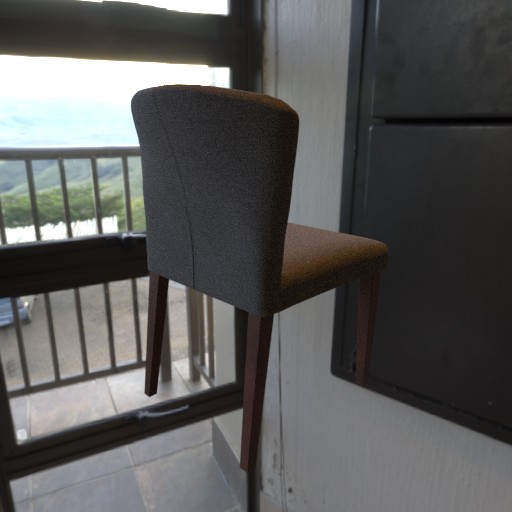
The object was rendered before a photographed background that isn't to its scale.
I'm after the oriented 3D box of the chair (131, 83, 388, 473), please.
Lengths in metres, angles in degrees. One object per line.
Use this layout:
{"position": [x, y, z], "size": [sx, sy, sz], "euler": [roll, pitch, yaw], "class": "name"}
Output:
{"position": [0.000, 0.000, 1.204], "size": [0.589, 0.839, 0.491], "euler": [-16, 23, -42], "class": "chair"}
